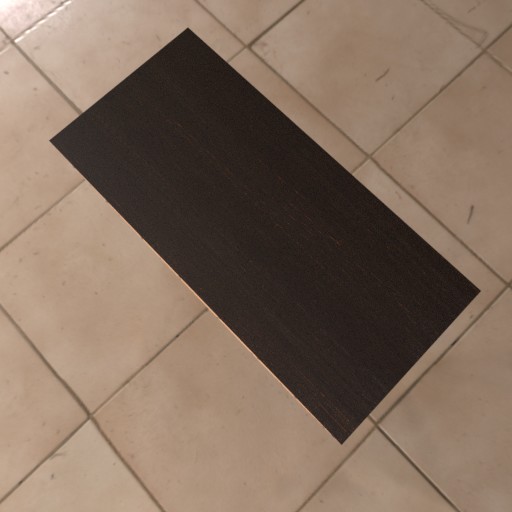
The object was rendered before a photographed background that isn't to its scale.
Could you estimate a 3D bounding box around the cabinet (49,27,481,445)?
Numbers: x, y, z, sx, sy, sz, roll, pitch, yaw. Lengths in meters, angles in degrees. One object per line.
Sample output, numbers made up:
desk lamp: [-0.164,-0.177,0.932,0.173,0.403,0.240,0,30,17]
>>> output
cabinet: [0.000,0.000,1.431,0.451,0.860,0.950,-44,80,-9]
